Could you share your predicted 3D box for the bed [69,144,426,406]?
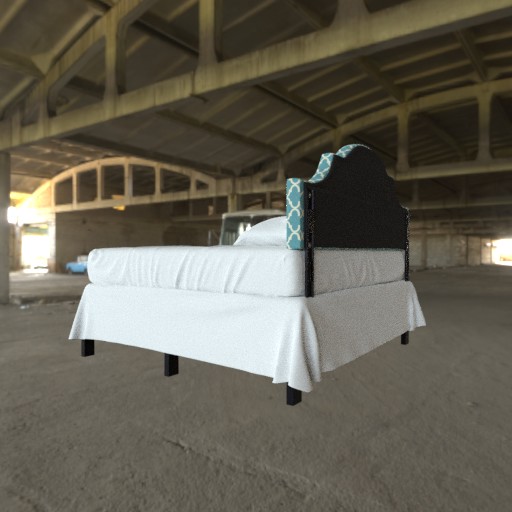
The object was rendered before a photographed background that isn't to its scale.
[{"bbox_3d":[0.000,0.000,3.773,2.222,1.601,2.314,0,1,36],"label":"bed"}]
